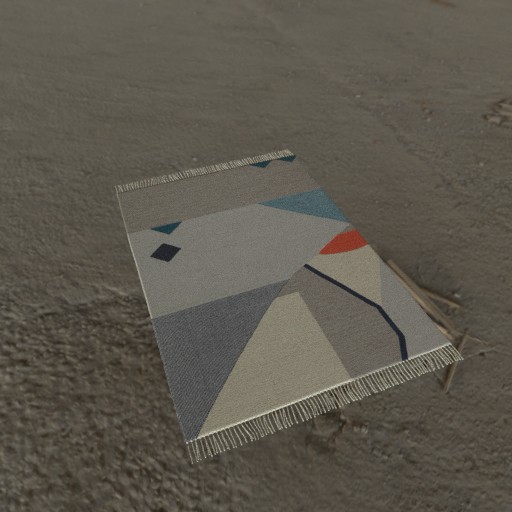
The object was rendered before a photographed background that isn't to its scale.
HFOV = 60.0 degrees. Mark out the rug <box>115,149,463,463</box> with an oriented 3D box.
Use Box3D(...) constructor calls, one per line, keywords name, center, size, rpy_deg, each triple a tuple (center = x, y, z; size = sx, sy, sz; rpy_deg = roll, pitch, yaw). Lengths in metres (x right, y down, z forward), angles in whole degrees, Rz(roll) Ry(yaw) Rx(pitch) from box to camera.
Box3D(name="rug", center=(0.000, 0.000, 2.358), size=(1.220, 0.005, 1.828), rpy_deg=(-15, 47, -15))
